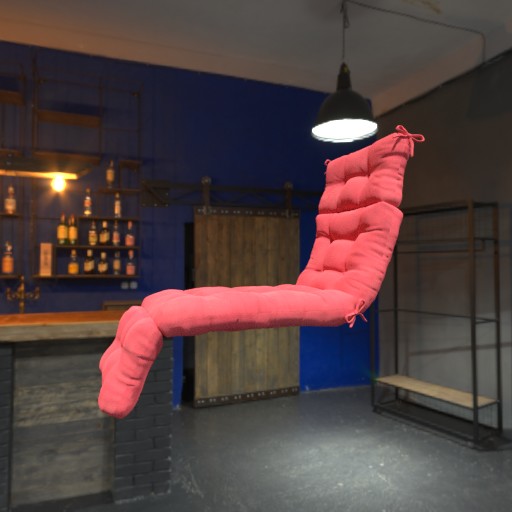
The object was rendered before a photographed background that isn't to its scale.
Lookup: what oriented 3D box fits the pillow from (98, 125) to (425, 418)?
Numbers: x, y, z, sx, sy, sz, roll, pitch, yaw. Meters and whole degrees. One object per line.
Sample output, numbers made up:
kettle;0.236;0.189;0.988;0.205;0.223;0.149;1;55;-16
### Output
pillow;0.000;0.000;1.525;1.016;0.863;0.526;0;-1;-19
